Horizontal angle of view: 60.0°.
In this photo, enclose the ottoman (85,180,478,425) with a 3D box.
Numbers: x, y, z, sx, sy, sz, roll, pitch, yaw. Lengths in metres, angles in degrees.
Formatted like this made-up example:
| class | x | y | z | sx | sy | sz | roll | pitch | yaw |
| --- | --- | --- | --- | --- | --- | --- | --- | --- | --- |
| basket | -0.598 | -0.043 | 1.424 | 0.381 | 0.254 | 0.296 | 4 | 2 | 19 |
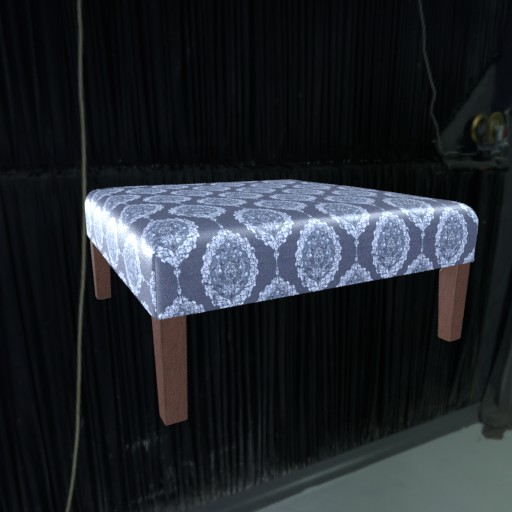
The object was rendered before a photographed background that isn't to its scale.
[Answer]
| class | x | y | z | sx | sy | sz | roll | pitch | yaw |
| --- | --- | --- | --- | --- | --- | --- | --- | --- | --- |
| ottoman | 0.000 | 0.000 | 1.396 | 0.889 | 0.409 | 0.890 | -8 | 16 | -27 |
